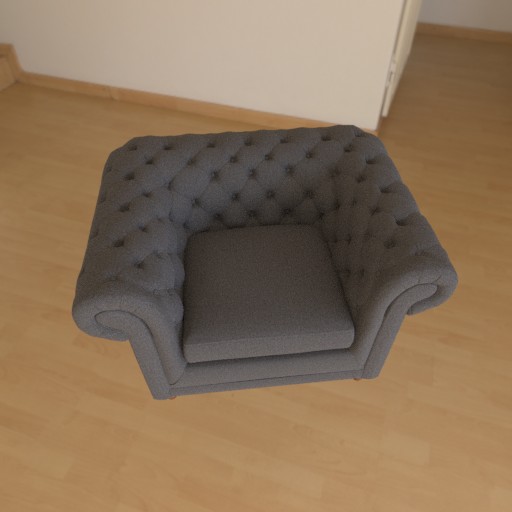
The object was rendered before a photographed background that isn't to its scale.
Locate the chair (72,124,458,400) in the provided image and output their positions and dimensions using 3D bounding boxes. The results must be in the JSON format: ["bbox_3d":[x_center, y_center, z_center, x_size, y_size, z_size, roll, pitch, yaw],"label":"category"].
[{"bbox_3d":[0.000,0.000,1.933,1.270,0.770,0.976,-4,46,-4],"label":"chair"}]
